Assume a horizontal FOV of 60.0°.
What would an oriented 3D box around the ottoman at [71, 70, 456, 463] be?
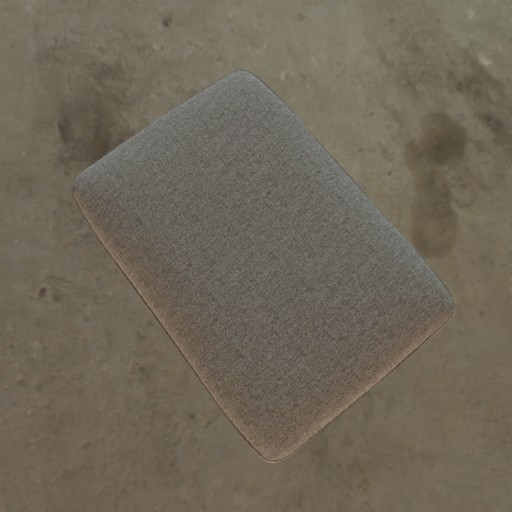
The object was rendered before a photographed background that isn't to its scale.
[{"bbox_3d":[0.000,0.000,1.366,0.694,0.451,0.977,-37,78,-9],"label":"ottoman"}]
